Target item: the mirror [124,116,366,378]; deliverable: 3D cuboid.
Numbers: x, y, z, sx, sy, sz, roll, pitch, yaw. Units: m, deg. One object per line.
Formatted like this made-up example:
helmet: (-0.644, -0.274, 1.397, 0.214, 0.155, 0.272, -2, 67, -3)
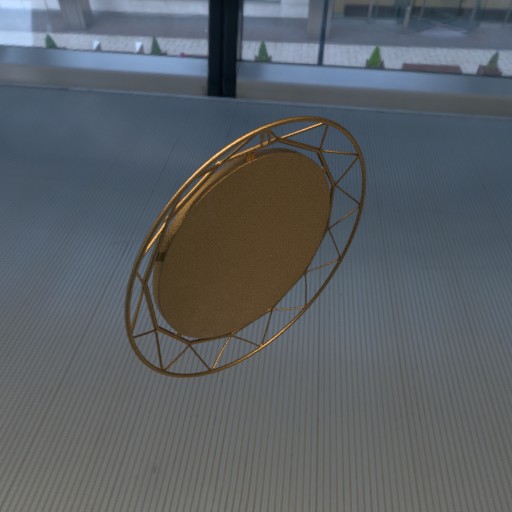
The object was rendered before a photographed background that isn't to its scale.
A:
mirror: (0.000, 0.000, 0.686, 0.454, 0.454, 0.043, -29, 51, -27)
